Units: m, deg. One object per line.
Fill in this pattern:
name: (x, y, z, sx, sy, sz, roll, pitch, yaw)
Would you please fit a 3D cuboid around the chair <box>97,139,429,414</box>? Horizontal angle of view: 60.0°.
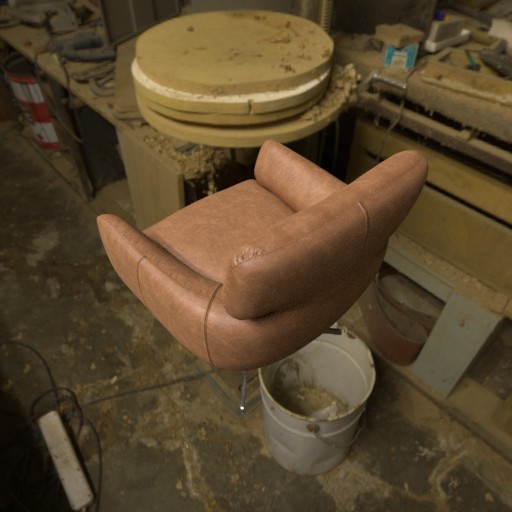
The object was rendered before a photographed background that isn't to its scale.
chair: (0.000, 0.000, 1.361, 0.706, 0.812, 0.715, -31, 53, -28)
